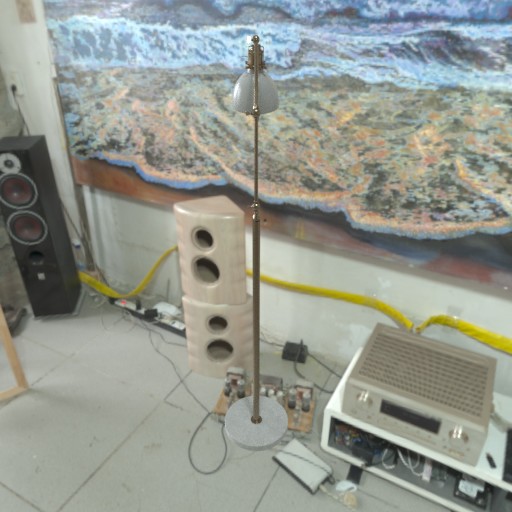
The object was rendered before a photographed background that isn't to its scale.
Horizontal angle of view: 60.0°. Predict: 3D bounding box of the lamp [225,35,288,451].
[{"bbox_3d":[0.000,0.000,1.791,0.288,1.586,0.599,0,28,-1],"label":"lamp"}]
